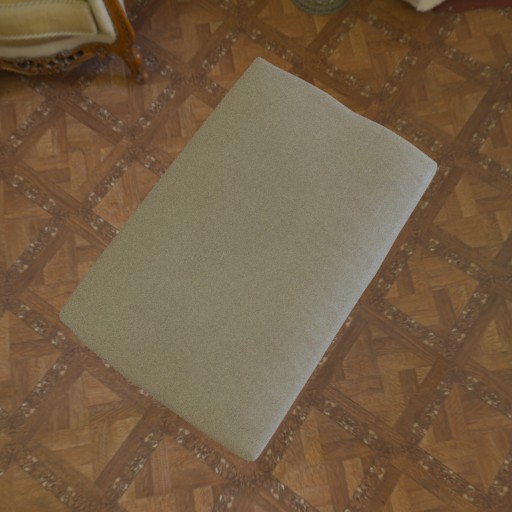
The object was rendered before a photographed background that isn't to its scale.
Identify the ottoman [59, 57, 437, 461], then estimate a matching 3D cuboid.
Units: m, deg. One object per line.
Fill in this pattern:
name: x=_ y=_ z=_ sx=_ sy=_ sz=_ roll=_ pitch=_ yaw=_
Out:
ottoman: x=0.000 y=0.000 z=1.220 sx=0.590 sy=0.444 sz=0.872 roll=33 pitch=78 yaw=8
